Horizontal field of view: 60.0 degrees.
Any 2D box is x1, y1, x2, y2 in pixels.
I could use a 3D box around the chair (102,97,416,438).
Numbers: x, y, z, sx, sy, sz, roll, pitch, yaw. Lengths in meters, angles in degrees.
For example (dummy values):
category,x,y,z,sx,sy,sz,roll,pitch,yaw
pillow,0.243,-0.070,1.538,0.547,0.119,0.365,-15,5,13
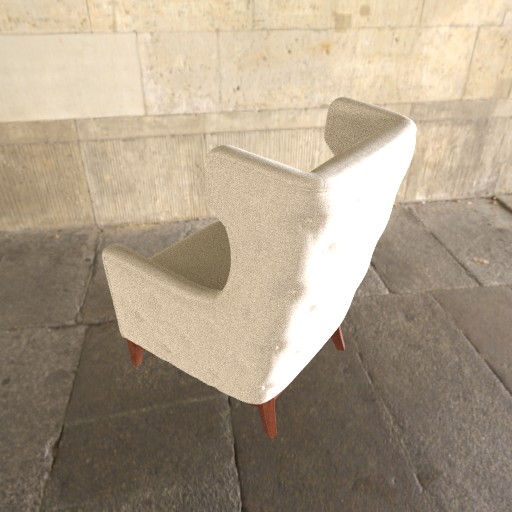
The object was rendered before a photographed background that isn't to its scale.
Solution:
category,x,y,z,sx,sy,sz,roll,pitch,yaw
chair,0.000,0.000,1.675,0.899,1.079,0.778,22,38,30
